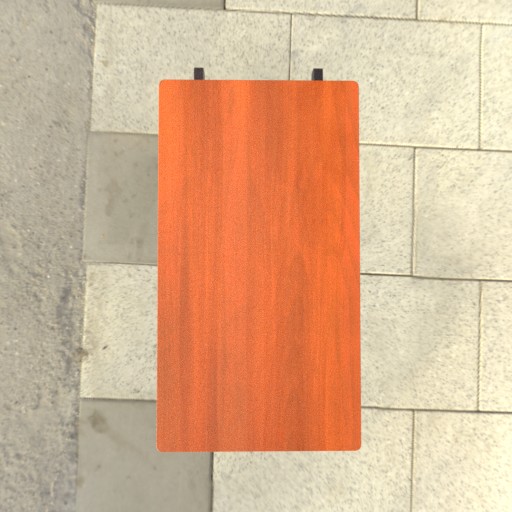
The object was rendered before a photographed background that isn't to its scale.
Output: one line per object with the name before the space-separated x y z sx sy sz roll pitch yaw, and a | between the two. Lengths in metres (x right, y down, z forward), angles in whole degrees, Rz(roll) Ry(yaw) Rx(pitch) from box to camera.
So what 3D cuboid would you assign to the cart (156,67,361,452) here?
cart | 0.000 0.000 1.462 0.457 0.927 0.899 0 88 -1
